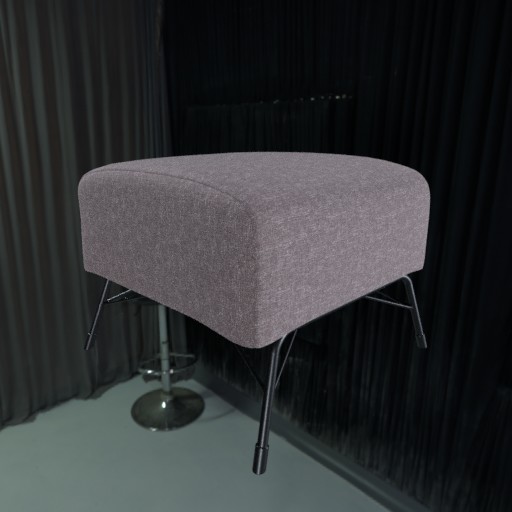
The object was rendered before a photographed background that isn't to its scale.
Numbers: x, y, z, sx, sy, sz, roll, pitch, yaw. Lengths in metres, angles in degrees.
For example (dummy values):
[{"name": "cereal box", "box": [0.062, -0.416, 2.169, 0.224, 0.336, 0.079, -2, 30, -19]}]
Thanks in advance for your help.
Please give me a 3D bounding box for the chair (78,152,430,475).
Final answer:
[{"name": "chair", "box": [0.000, 0.000, 0.904, 0.530, 0.410, 0.530, 15, 21, 42]}]
